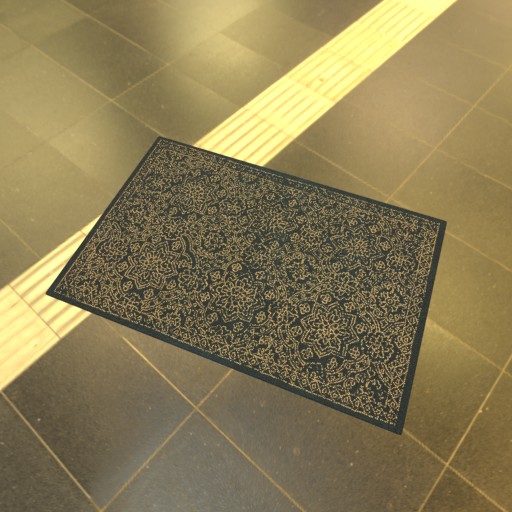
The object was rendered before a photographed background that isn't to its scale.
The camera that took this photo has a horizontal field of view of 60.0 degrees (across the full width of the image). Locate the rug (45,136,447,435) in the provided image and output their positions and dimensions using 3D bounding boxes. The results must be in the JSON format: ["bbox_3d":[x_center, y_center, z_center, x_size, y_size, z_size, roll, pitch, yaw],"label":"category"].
[{"bbox_3d":[0.000,0.000,2.372,1.829,0.010,1.219,19,60,11],"label":"rug"}]
